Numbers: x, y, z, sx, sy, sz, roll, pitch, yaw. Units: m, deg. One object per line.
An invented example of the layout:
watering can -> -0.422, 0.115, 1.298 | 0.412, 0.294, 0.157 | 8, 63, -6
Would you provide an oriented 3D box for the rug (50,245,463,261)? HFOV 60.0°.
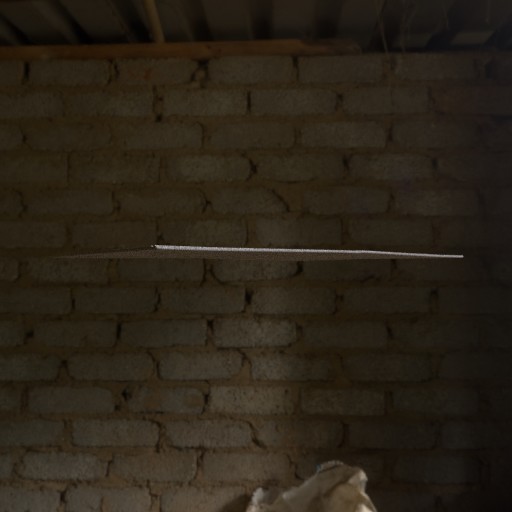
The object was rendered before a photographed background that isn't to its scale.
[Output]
rug -> 0.000, 0.000, 4.292 | 3.202, 0.045, 2.434 | 1, -2, -37
